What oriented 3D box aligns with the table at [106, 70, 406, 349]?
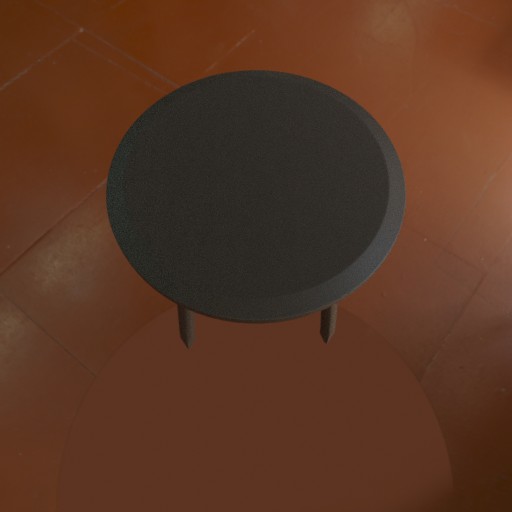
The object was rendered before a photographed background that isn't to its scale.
[{"bbox_3d":[0.000,0.000,0.937,0.457,0.585,0.457,0,64,0],"label":"table"}]
